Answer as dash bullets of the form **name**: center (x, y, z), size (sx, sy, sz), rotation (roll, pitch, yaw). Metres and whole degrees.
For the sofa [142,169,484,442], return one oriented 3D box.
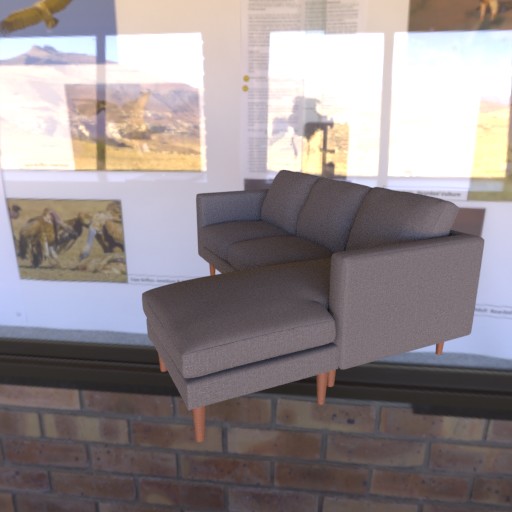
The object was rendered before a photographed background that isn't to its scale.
- **sofa**: center (0.000, 0.000, 2.823), size (1.591, 0.897, 2.031), rotation (-8, 18, -24)
